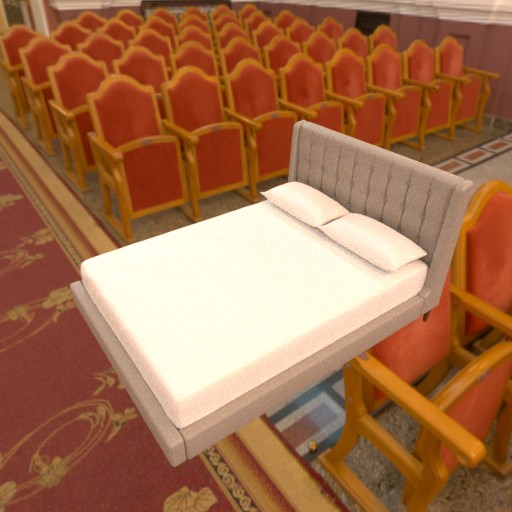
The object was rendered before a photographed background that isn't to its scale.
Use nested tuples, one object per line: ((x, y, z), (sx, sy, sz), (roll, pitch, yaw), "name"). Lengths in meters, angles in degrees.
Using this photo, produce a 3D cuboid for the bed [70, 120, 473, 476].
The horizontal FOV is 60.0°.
((0.000, 0.000, 3.126), (2.232, 1.147, 1.656), (-22, 39, -29), "bed")
